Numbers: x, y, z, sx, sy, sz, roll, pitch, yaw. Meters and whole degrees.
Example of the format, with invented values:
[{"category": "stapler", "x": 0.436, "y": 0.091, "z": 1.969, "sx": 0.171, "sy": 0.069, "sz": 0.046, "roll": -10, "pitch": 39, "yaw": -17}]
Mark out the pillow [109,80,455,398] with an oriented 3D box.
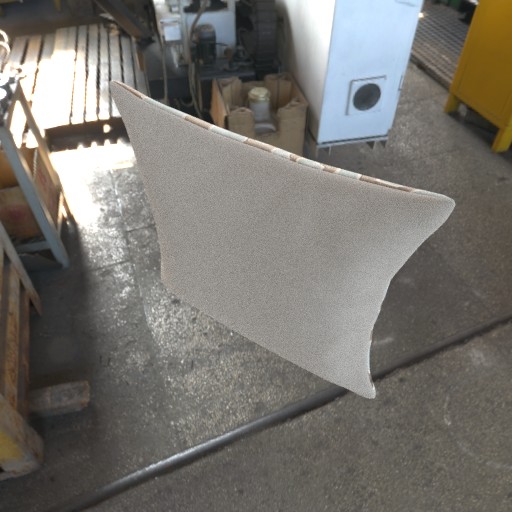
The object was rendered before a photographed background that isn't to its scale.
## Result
[{"category": "pillow", "x": 0.000, "y": 0.000, "z": 0.791, "sx": 0.552, "sy": 0.508, "sz": 0.166, "roll": 25, "pitch": 52, "yaw": 22}]
